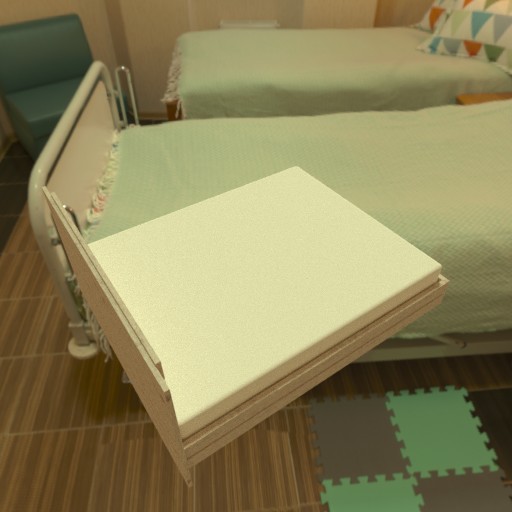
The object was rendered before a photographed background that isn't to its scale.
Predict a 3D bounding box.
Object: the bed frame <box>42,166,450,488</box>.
[{"bbox_3d":[0.000,0.000,3.013,2.080,0.970,1.750,-25,48,-25],"label":"bed frame"}]
